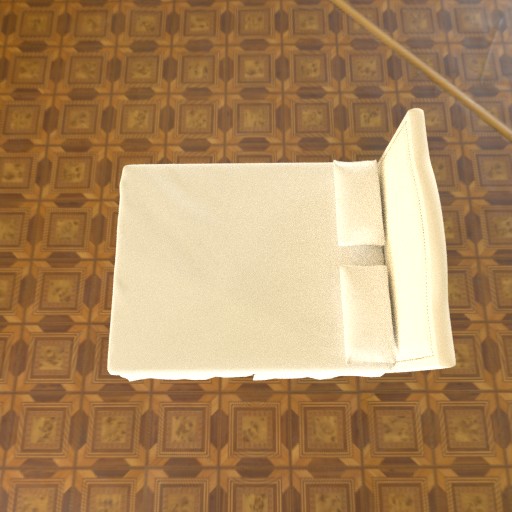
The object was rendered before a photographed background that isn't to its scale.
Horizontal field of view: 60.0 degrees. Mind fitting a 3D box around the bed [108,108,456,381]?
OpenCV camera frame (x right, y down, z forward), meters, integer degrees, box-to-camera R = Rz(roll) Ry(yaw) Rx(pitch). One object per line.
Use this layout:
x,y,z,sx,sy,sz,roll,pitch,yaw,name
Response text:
0.000,0.000,3.368,2.282,1.436,1.821,-1,74,0,bed
